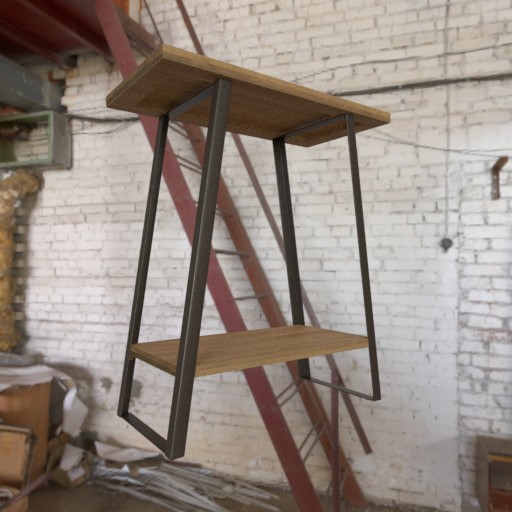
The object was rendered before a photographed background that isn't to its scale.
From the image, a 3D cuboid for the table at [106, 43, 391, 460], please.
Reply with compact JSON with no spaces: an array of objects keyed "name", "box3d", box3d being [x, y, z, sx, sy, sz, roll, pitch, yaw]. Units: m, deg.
[{"name":"table","box3d":[0.000,0.000,1.028,0.599,0.701,0.300,0,-1,-36]}]
